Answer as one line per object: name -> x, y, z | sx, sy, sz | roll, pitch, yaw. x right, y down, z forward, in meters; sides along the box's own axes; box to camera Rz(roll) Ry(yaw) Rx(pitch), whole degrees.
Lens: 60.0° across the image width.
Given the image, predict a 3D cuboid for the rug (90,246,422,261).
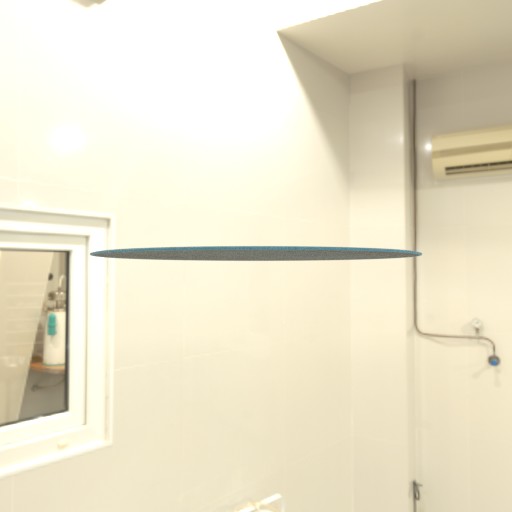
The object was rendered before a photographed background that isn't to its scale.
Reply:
rug -> 0.000, 0.000, 2.267 | 1.593, 0.012, 1.593 | 0, -2, 0
